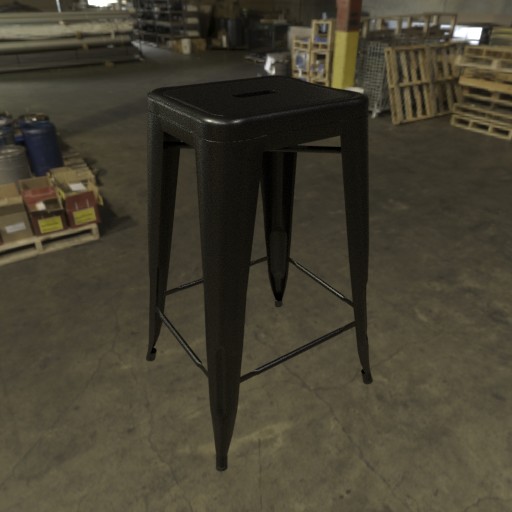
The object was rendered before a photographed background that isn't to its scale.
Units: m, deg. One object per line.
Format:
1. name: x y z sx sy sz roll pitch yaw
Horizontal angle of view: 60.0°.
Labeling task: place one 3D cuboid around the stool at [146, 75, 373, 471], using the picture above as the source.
1. stool: 0.000 0.000 0.863 0.399 0.609 0.359 -19 36 -29
